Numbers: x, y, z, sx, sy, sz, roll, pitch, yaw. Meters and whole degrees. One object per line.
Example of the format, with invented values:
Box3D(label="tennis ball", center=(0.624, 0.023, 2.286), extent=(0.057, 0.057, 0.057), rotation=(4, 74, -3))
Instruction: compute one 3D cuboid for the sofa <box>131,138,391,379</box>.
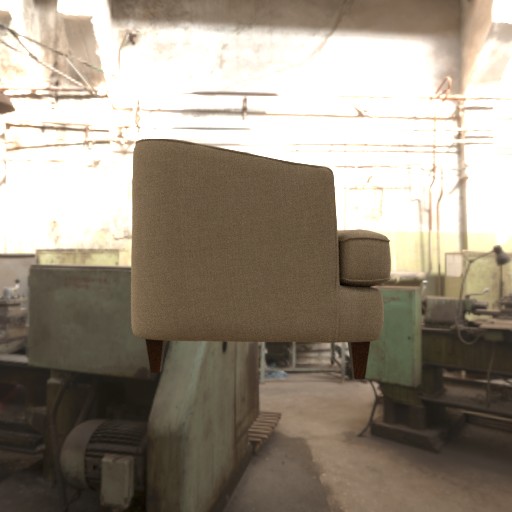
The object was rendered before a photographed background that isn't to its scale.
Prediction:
Box3D(label="sofa", center=(0.000, 0.000, 2.299), extent=(0.941, 0.855, 1.733), rotation=(0, -1, 0))
